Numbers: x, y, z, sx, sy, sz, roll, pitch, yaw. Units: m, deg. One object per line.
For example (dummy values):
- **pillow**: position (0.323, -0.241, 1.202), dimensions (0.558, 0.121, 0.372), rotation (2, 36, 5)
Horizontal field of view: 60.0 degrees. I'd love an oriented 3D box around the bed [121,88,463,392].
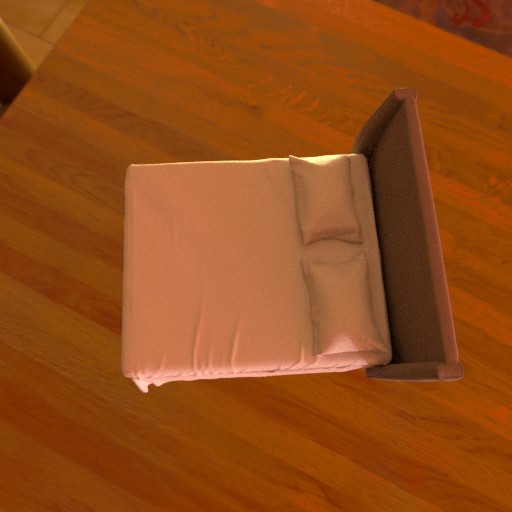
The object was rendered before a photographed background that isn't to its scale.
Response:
- **bed**: position (0.000, 0.000, 3.351), dimensions (2.276, 1.332, 1.925), rotation (-3, 75, -1)
